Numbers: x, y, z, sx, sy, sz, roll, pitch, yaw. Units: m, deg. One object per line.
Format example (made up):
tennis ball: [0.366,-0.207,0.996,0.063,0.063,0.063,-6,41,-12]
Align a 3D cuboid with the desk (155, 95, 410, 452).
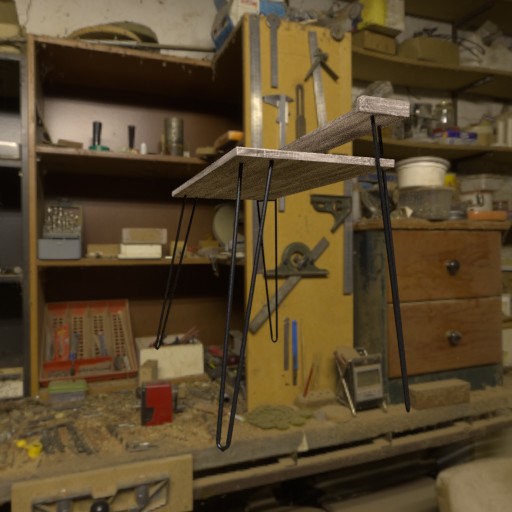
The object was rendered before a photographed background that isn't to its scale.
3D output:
desk: [0.000,0.000,1.659,0.605,0.899,1.135,0,1,-20]
